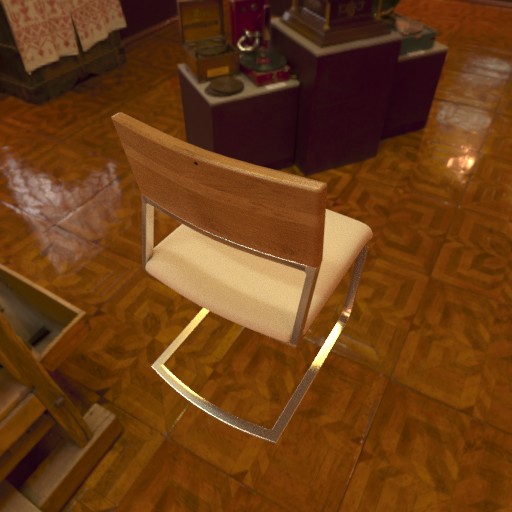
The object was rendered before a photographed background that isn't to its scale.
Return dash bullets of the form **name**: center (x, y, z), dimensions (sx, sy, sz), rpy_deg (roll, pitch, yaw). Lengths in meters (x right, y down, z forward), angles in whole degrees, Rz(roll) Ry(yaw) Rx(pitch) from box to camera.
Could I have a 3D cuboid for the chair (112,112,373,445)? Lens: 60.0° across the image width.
- **chair**: center (0.000, 0.000, 1.200), dimensions (0.467, 0.844, 0.585), rpy_deg (24, 50, 22)
